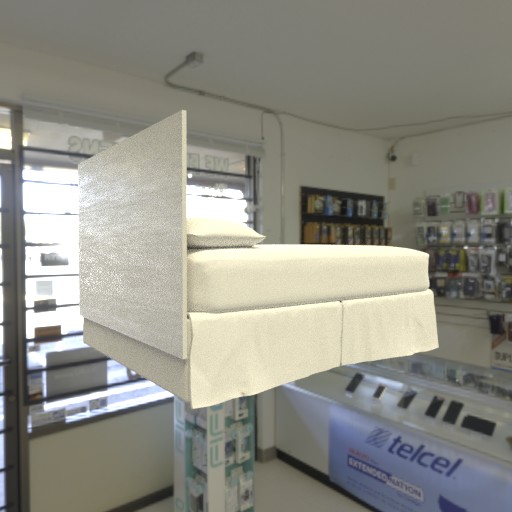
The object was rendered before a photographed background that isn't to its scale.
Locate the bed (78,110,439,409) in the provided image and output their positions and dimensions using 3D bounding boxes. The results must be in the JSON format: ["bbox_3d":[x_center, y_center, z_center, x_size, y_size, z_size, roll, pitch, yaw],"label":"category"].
[{"bbox_3d":[0.000,0.000,3.261,2.094,1.335,1.745,-1,1,-37],"label":"bed"}]
